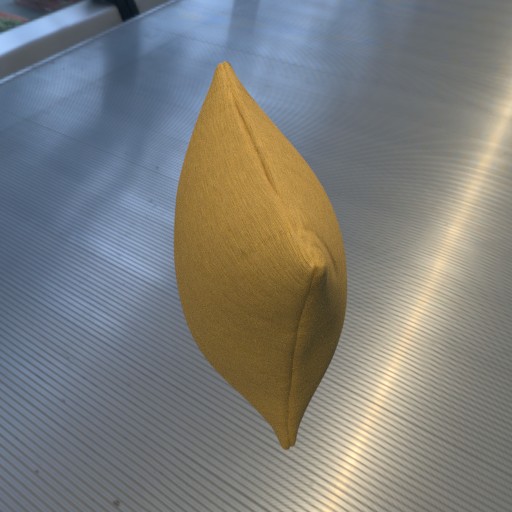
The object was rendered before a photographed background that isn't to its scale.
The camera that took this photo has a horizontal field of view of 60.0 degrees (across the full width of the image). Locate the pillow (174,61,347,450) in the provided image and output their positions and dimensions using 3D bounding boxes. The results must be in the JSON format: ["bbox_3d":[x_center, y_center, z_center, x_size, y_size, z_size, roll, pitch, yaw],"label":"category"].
[{"bbox_3d":[0.000,0.000,0.669,0.247,0.417,0.435,-10,47,-10],"label":"pillow"}]
